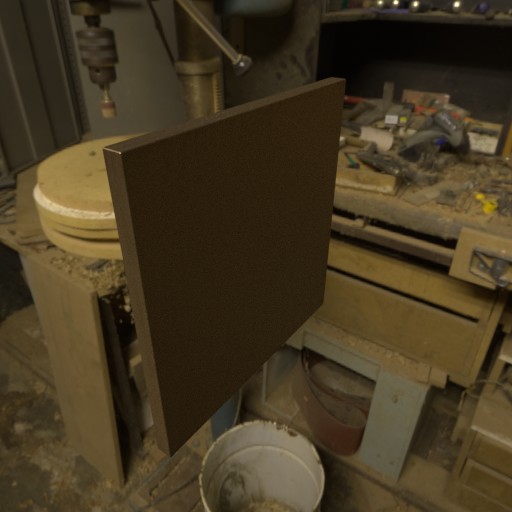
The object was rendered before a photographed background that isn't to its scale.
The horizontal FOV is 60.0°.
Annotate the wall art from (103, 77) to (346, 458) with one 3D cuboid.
[{"bbox_3d":[0.000,0.000,0.761,0.030,0.506,0.503,21,37,30],"label":"wall art"}]
